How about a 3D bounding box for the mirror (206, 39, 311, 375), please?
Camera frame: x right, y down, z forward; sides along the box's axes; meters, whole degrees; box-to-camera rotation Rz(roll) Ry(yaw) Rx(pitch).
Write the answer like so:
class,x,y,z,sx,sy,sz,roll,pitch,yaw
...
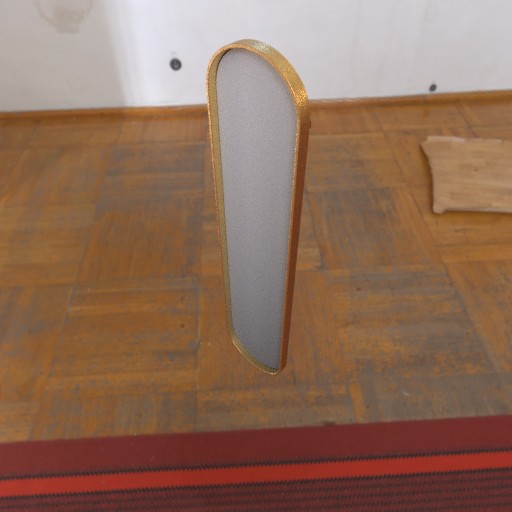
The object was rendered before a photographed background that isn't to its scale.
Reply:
class,x,y,z,sx,sy,sz,roll,pitch,yaw
mirror,0.000,0.000,1.070,0.222,0.991,0.032,33,55,27
